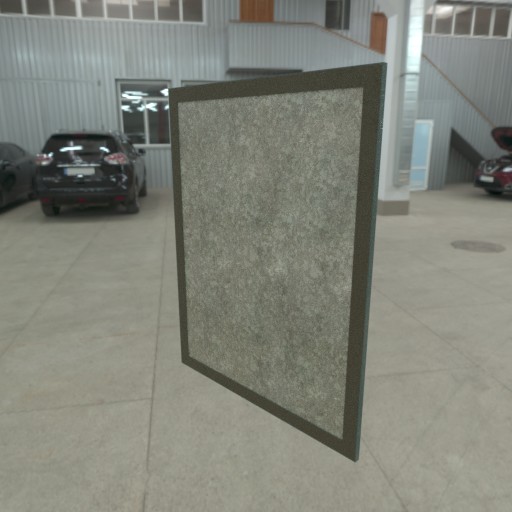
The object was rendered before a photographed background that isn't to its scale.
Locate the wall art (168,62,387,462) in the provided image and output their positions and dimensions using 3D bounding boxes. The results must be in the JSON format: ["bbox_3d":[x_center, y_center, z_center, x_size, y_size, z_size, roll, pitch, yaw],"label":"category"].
[{"bbox_3d":[0.000,0.000,1.314,0.767,0.983,0.030,14,21,42],"label":"wall art"}]
